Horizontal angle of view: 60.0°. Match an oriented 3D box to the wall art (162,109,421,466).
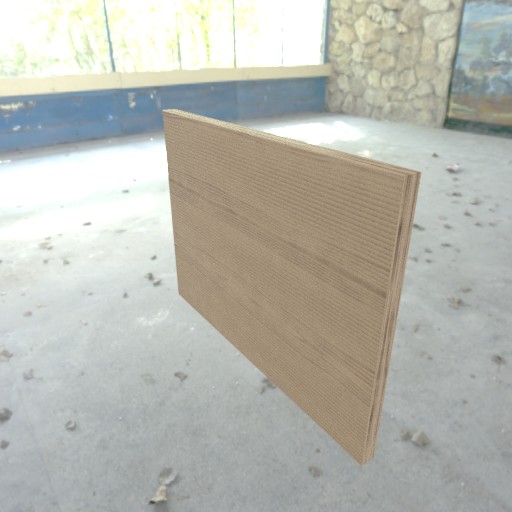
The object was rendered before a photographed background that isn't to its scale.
[{"bbox_3d":[0.000,0.000,1.103,0.063,0.609,0.841,-17,31,-31],"label":"wall art"}]
